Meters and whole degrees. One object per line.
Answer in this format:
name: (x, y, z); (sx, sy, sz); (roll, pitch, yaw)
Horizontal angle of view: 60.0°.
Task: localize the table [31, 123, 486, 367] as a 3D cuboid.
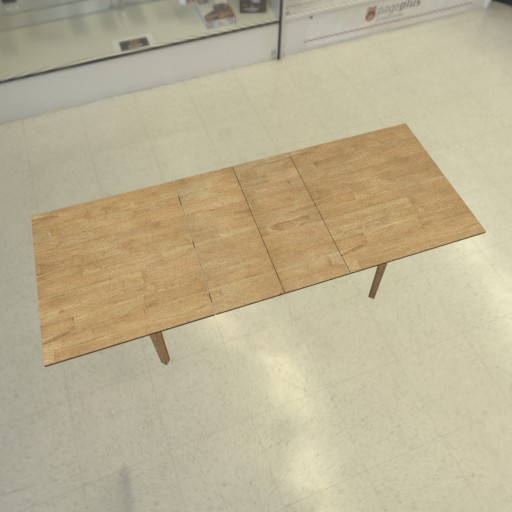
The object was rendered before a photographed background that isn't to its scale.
table: (0.000, 0.000, 3.032); (2.603, 0.752, 1.000); (-16, 60, -10)
